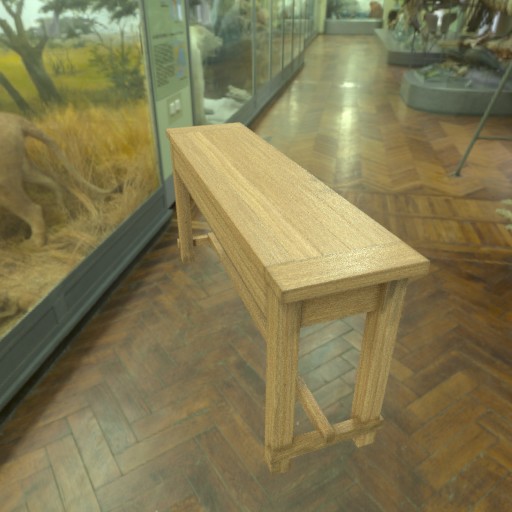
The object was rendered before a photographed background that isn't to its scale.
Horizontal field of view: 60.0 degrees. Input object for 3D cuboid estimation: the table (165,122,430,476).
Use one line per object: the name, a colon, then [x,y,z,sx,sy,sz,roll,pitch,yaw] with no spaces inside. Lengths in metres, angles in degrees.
table: [0.000,0.000,1.922,0.442,0.762,1.599,-10,31,-17]
